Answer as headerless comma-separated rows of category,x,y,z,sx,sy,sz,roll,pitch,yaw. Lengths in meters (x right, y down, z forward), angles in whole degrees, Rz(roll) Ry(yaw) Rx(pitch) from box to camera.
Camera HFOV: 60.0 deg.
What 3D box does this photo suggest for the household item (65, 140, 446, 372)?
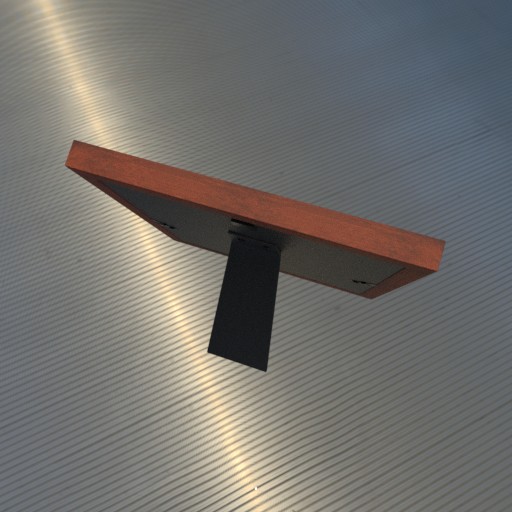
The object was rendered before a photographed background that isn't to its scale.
household item,0.000,0.000,0.385,0.240,0.240,0.131,16,64,8
